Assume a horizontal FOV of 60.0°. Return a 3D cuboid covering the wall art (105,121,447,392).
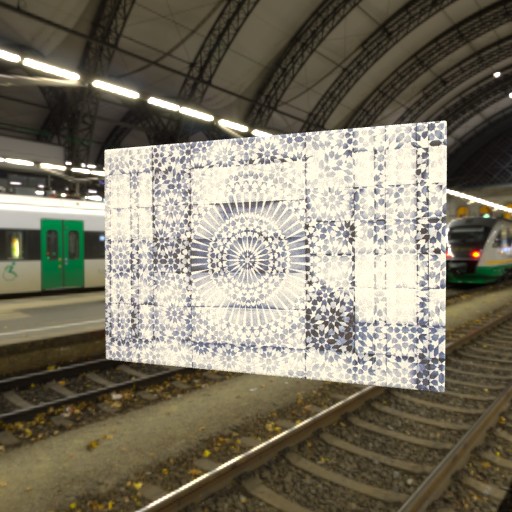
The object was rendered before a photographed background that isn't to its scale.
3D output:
[{"bbox_3d":[0.000,0.000,0.773,0.608,0.406,0.030,0,1,19],"label":"wall art"}]
